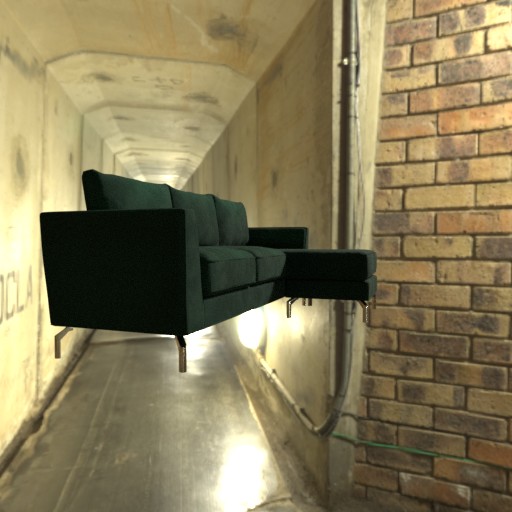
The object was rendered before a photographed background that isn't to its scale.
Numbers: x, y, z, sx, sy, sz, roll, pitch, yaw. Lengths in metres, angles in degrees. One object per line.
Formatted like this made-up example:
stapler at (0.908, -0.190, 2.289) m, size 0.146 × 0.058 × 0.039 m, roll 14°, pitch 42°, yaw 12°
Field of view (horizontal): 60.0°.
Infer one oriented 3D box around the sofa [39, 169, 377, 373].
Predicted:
sofa at (0.000, 0.000, 3.151) m, size 1.489 × 1.007 × 2.441 m, roll 1°, pitch 2°, yaw 20°
